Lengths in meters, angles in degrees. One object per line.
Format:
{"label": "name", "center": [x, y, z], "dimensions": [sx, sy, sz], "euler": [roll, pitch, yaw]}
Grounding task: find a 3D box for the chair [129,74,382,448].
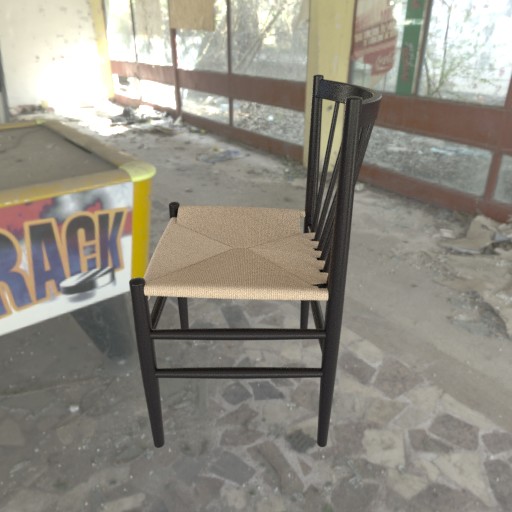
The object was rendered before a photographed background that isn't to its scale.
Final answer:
{"label": "chair", "center": [0.000, 0.000, 1.122], "dimensions": [0.516, 0.818, 0.495], "euler": [0, 26, 0]}
